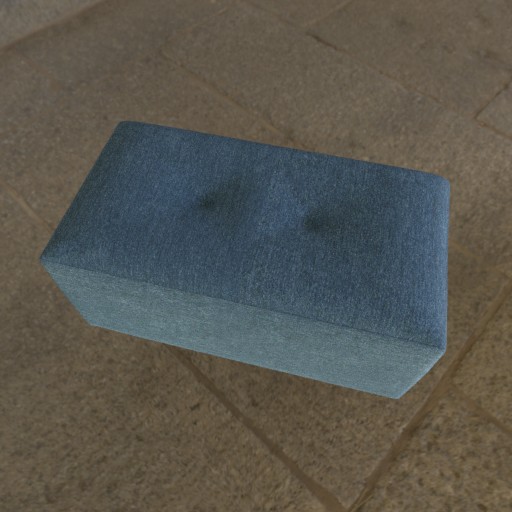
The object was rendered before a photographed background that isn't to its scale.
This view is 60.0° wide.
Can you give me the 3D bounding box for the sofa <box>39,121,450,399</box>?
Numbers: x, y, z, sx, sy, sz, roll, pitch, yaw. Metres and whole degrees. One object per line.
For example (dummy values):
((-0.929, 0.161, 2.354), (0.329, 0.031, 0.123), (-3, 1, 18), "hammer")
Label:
((0.000, 0.000, 1.210), (0.930, 0.470, 0.480), (12, 59, 7), "sofa")
